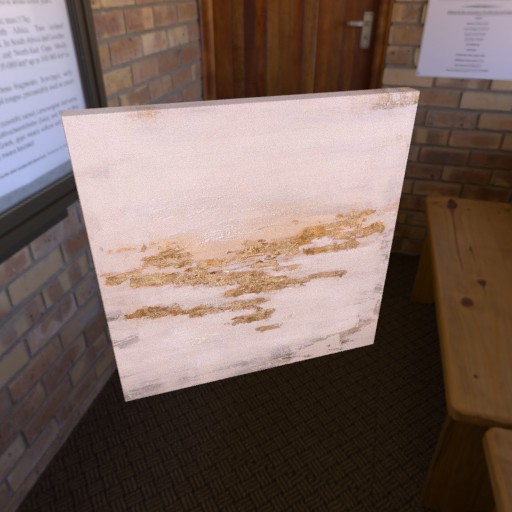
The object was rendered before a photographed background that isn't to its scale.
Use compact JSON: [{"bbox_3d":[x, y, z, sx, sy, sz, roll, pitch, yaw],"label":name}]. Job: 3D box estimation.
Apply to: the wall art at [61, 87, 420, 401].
[{"bbox_3d":[0.000,0.000,0.901,0.611,0.613,0.040,-9,33,-15],"label":"wall art"}]
